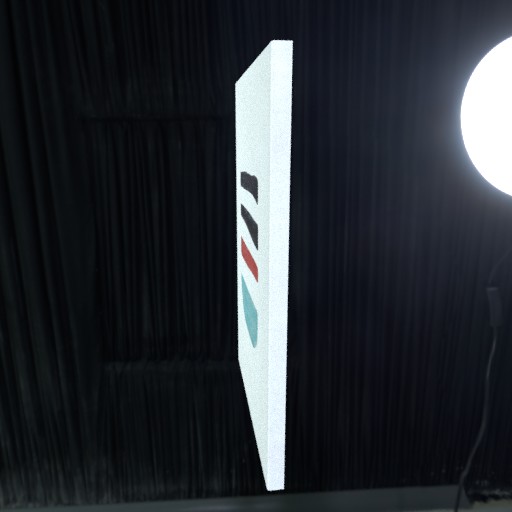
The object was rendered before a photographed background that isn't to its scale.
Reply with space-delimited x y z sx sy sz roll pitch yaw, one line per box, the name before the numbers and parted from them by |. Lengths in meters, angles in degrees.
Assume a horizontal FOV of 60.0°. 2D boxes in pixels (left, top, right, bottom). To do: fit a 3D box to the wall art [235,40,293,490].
wall art | 0.000 0.000 1.154 0.038 0.912 0.607 -2 15 -8
